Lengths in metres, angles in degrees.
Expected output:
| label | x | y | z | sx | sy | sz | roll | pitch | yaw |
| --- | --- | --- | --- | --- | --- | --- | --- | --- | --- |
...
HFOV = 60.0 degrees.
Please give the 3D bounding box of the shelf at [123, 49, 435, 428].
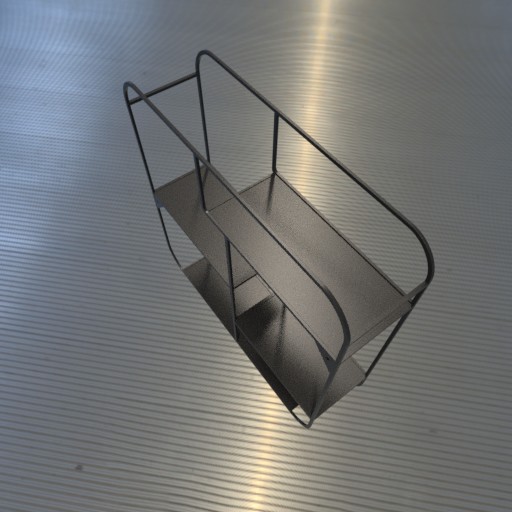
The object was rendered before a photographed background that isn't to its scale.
| label | x | y | z | sx | sy | sz | roll | pitch | yaw |
| --- | --- | --- | --- | --- | --- | --- | --- | --- | --- |
| shelf | 0.000 | 0.000 | 0.914 | 0.160 | 0.600 | 0.600 | -32 | 62 | -19 |
